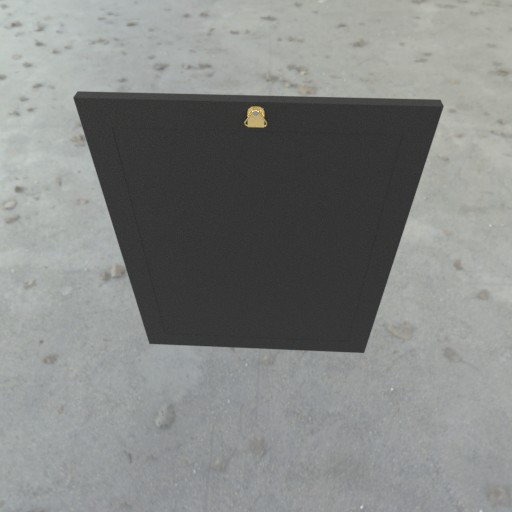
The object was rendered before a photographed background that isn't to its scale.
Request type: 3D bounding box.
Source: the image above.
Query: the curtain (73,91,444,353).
[{"bbox_3d":[0.000,0.000,0.790,0.483,0.585,0.027,2,46,2],"label":"curtain"}]
